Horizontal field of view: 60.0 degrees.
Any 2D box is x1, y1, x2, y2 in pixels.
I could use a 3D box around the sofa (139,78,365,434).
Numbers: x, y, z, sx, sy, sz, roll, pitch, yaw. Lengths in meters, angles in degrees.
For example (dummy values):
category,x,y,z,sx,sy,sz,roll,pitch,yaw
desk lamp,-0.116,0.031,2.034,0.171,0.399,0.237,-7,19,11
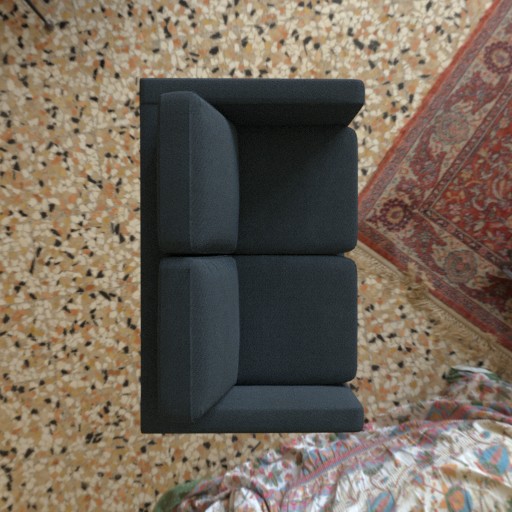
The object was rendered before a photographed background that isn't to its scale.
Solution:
category,x,y,z,sx,sy,sz,roll,pitch,yaw
sofa,0.000,0.000,2.130,0.999,0.930,1.518,0,91,-1
